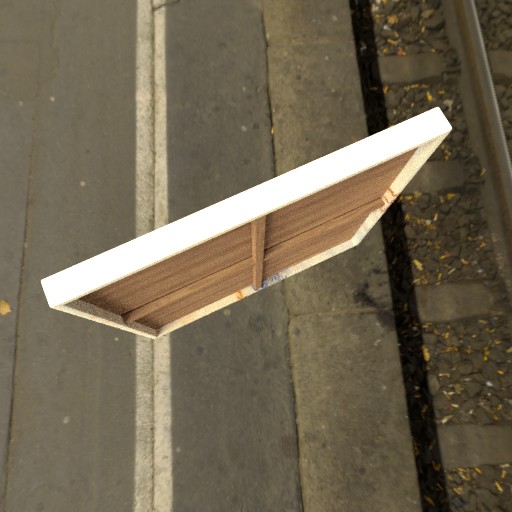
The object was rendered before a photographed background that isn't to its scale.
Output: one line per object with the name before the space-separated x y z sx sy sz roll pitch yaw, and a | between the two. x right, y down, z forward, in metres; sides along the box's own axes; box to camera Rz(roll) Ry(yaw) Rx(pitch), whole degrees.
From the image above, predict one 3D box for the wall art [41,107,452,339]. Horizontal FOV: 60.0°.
wall art | 0.000 0.000 1.578 1.061 1.061 0.071 -24 77 -6
